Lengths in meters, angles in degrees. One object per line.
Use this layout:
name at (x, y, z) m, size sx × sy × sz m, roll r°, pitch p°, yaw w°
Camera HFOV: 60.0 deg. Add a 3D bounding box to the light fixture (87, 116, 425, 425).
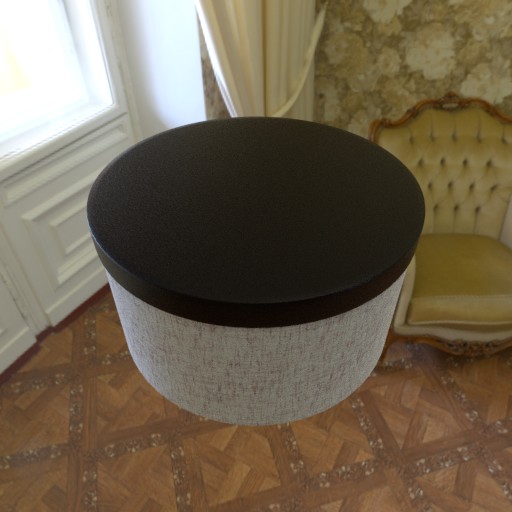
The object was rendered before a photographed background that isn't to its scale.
light fixture at (0.000, 0.000, 0.602) m, size 0.389 × 0.229 × 0.389 m, roll 0°, pitch 41°, yaw 0°
